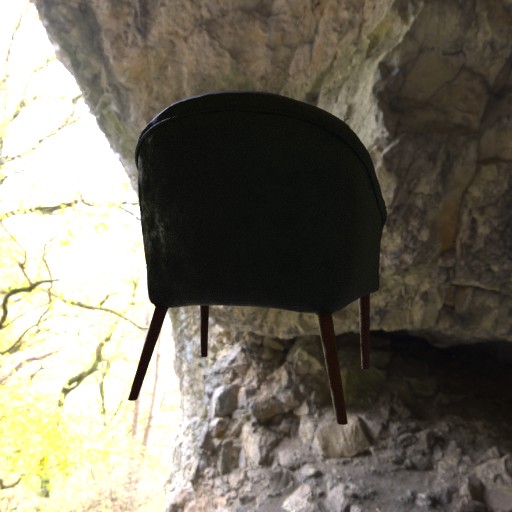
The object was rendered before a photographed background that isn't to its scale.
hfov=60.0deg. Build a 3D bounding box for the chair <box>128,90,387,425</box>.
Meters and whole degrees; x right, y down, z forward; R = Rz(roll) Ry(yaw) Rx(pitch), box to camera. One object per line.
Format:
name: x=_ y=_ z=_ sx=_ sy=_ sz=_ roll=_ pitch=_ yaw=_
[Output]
chair: x=0.000 y=0.000 z=1.516 sx=0.851 sy=0.885 sz=0.776 roll=0 pitch=0 yaw=17
